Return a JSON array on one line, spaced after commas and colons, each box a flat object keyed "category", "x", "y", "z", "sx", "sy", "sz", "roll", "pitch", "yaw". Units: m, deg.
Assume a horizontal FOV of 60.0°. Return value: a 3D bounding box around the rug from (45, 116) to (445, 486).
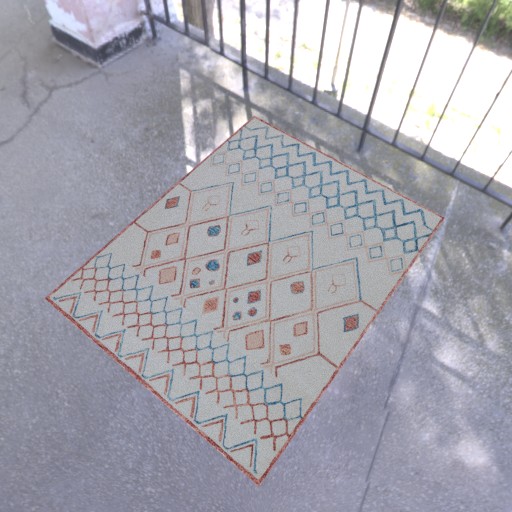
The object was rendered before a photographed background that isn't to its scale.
[{"category": "rug", "x": 0.000, "y": 0.000, "z": 4.220, "sx": 2.441, "sy": 0.016, "sz": 3.050, "roll": 34, "pitch": 64, "yaw": 19}]
